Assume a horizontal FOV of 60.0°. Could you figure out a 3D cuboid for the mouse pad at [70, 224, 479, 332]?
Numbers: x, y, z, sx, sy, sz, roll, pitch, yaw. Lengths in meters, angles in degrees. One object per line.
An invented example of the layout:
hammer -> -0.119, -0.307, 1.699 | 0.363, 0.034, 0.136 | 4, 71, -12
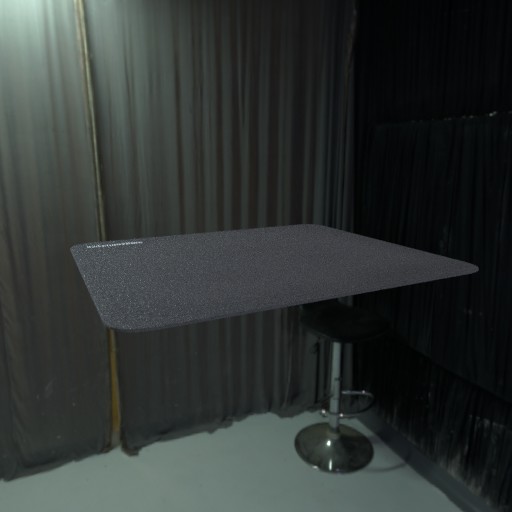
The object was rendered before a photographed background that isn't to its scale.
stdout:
mouse pad -> 0.000, 0.000, 0.428 | 0.315, 0.002, 0.269 | -7, 15, -26
